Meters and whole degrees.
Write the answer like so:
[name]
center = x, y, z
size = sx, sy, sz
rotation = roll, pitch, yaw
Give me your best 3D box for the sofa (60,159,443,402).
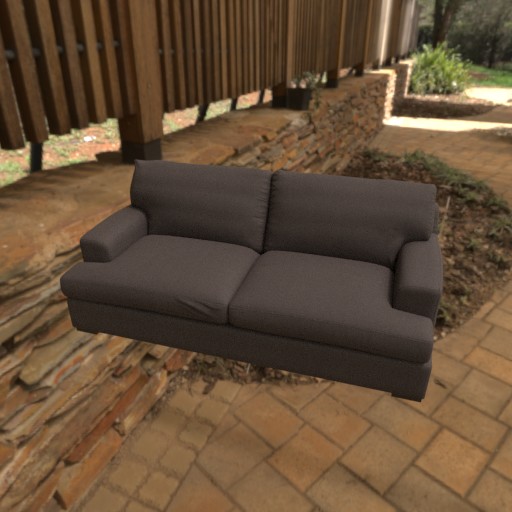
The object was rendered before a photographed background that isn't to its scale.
[sofa]
center = 0.000, 0.000, 2.897
size = 2.271, 0.950, 1.140
rotation = 8, 28, 15
